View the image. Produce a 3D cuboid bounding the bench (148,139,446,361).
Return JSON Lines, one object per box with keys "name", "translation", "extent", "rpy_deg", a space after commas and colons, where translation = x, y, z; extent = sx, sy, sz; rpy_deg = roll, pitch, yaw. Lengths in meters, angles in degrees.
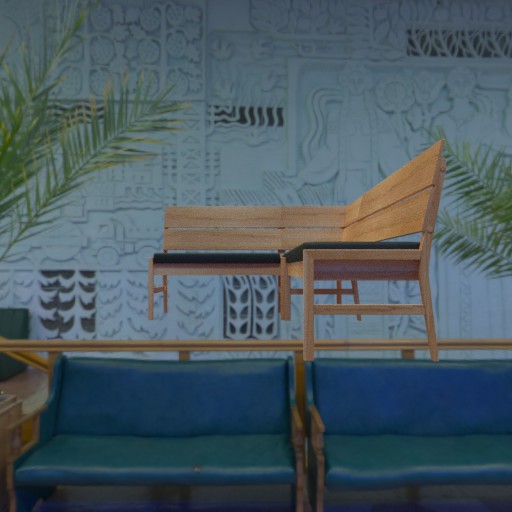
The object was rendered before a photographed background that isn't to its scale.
{"name": "bench", "translation": [0.000, 0.000, 2.750], "extent": [1.548, 0.890, 1.948], "rpy_deg": [0, -2, 1]}
